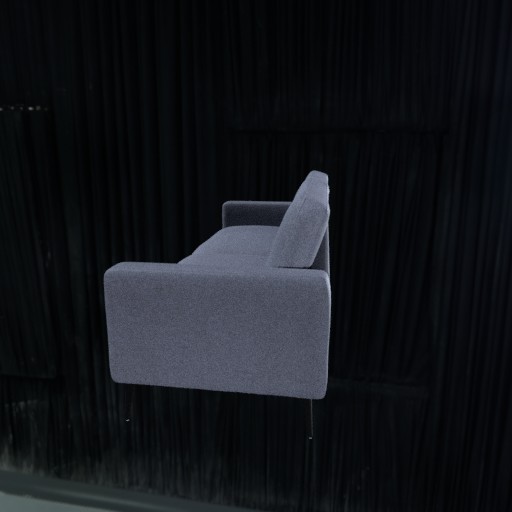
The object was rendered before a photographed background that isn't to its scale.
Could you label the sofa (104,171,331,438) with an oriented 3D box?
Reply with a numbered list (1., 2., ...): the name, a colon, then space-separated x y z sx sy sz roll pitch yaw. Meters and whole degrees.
1. sofa: 0.000 0.000 2.396 0.774 0.828 1.925 2 14 8
